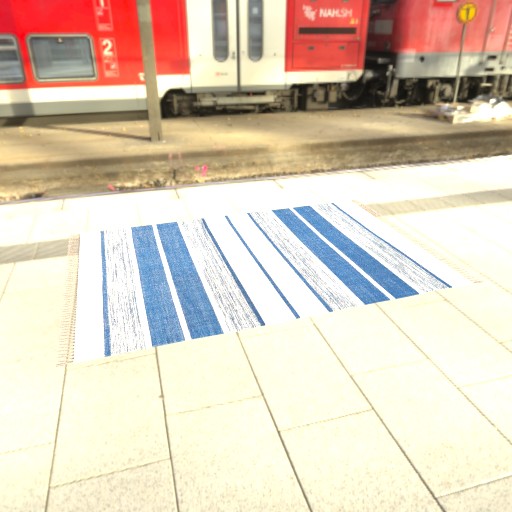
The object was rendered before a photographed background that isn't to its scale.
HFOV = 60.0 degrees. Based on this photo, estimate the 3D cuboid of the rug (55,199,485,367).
[{"bbox_3d":[0.000,0.000,3.015,2.441,0.010,1.532,-9,29,-16],"label":"rug"}]
